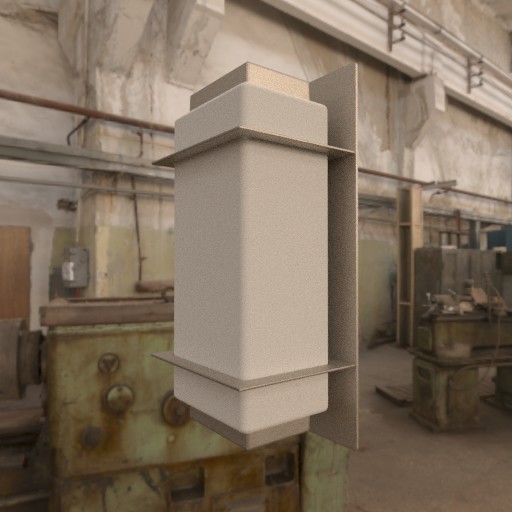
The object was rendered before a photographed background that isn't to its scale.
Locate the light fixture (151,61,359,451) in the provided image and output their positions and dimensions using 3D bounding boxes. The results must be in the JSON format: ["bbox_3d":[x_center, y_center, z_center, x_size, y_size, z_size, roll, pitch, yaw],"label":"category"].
[{"bbox_3d":[0.000,0.000,0.463,0.160,0.380,0.168,0,-1,-37],"label":"light fixture"}]
